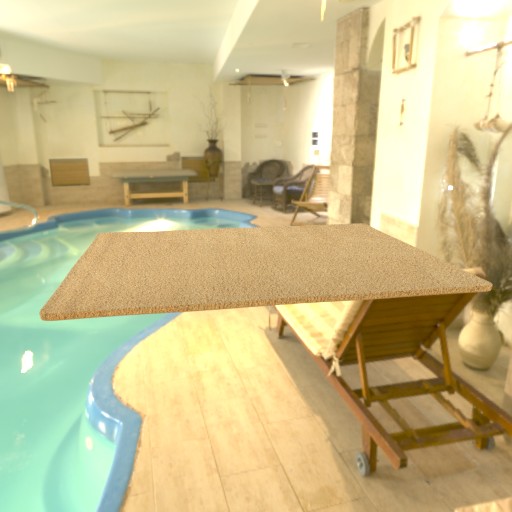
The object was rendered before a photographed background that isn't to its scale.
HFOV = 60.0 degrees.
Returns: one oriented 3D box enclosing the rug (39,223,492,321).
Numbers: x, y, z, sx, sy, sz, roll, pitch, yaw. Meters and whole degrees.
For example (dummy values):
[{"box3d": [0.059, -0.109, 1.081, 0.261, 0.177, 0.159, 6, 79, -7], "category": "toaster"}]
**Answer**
[{"box3d": [0.000, 0.000, 2.080, 1.600, 0.025, 1.199, -3, 16, -10], "category": "rug"}]
